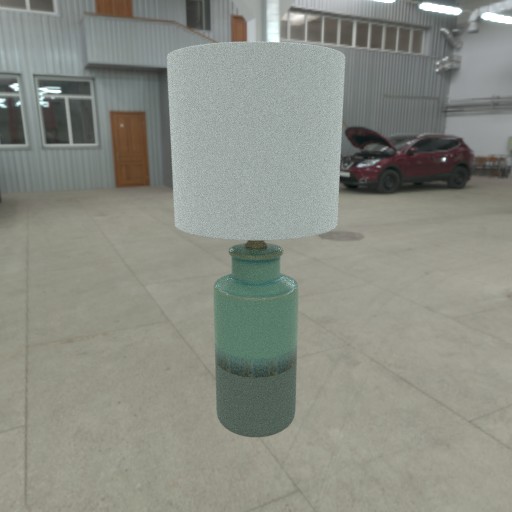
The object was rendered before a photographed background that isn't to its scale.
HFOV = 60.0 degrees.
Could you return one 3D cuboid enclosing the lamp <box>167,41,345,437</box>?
[{"bbox_3d":[0.000,0.000,0.600,0.212,0.493,0.212,8,17,27],"label":"lamp"}]
